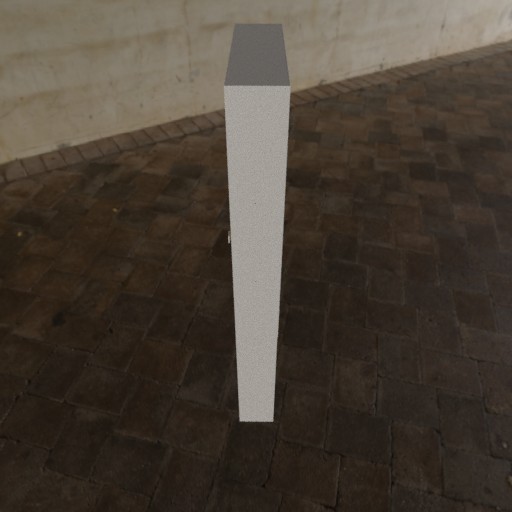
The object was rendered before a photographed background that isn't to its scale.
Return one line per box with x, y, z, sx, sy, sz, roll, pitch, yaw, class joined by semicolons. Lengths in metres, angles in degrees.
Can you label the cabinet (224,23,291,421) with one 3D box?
0.000;0.000;2.014;0.192;1.770;0.643;0;41;0;cabinet
